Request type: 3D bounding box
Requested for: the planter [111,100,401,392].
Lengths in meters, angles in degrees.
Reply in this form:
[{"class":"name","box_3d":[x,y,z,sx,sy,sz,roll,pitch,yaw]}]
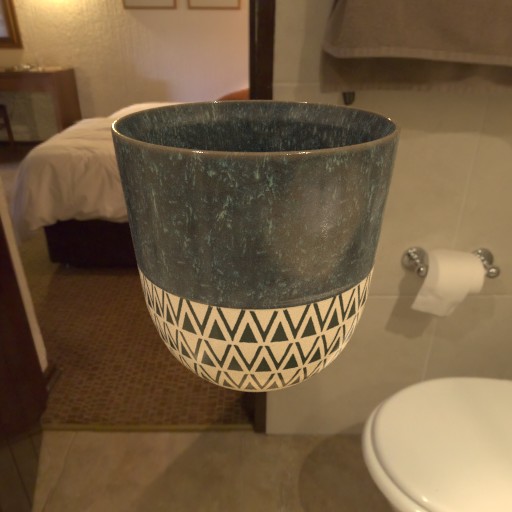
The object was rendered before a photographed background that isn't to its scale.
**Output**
[{"class":"planter","box_3d":[0.000,0.000,0.358,0.195,0.214,0.195,0,27,0]}]
